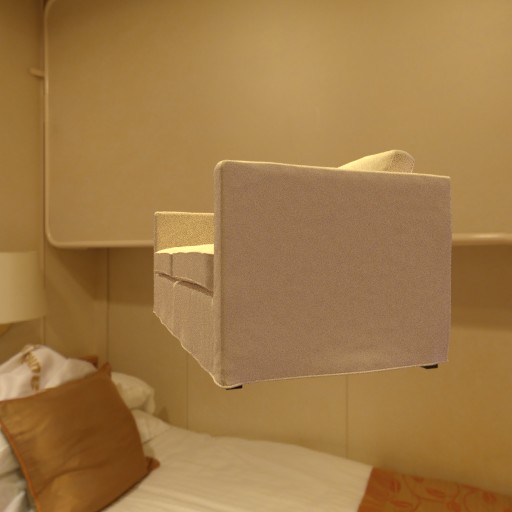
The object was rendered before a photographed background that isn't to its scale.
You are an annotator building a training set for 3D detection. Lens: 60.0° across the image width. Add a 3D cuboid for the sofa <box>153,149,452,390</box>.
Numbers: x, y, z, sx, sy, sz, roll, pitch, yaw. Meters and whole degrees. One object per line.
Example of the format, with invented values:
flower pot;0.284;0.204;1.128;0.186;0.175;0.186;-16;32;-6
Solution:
sofa;0.000;0.000;2.464;0.940;0.870;1.987;0;0;-19
